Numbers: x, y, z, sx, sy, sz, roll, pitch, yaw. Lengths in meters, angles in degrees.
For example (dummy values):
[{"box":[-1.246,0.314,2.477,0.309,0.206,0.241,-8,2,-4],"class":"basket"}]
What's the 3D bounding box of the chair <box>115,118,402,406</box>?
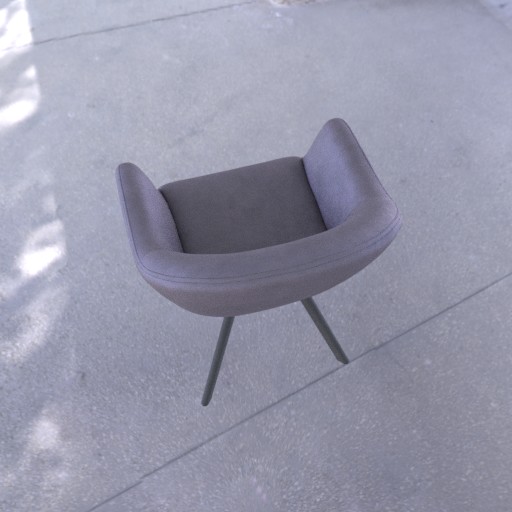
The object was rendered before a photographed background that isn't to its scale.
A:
[{"box":[0.000,0.000,1.156,0.567,0.781,0.544,-14,61,-8],"class":"chair"}]
